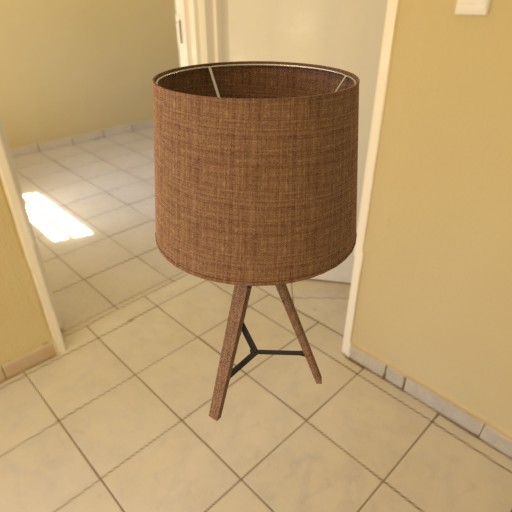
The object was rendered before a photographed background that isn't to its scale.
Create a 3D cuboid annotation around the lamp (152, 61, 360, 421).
[{"bbox_3d":[0.000,0.000,0.675,0.290,0.514,0.290,0,32,0],"label":"lamp"}]
